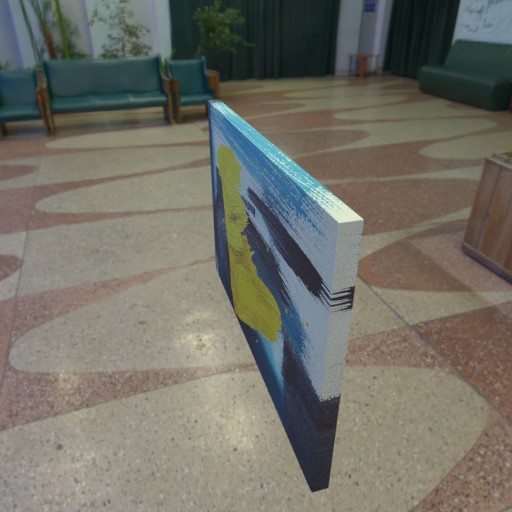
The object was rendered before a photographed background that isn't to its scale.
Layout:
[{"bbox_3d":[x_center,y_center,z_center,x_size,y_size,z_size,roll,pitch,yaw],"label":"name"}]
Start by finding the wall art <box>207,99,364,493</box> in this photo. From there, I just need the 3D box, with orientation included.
[{"bbox_3d":[0.000,0.000,1.139,0.039,0.610,0.914,-8,31,-14],"label":"wall art"}]
